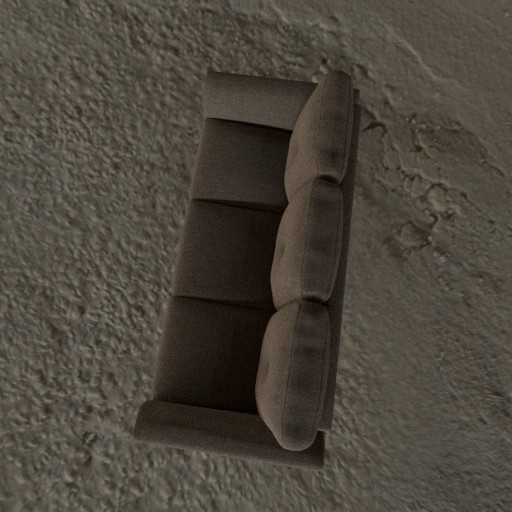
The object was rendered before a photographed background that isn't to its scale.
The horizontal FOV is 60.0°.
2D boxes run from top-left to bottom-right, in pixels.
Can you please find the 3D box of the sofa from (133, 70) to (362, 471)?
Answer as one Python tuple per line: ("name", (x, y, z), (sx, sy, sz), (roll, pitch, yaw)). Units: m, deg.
("sofa", (0.000, 0.000, 2.256), (0.837, 0.891, 1.847), (8, 75, 2))
